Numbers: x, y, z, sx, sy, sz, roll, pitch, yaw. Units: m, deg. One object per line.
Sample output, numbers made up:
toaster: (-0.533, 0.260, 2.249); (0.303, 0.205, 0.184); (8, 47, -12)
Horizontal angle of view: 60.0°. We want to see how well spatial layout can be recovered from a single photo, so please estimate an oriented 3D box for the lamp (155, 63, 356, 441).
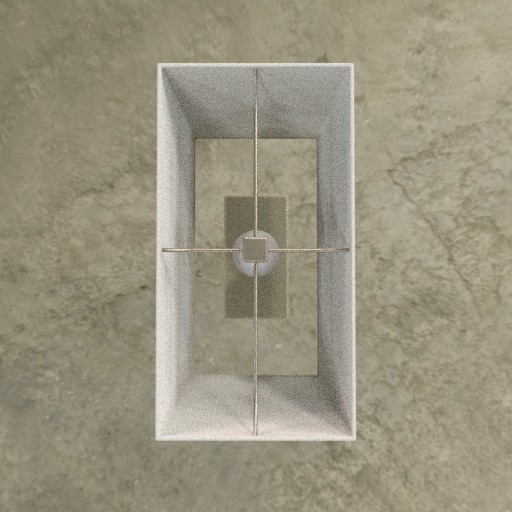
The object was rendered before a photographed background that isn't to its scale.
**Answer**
lamp: (0.000, 0.000, 0.689); (0.200, 0.515, 0.380); (0, 89, 0)
